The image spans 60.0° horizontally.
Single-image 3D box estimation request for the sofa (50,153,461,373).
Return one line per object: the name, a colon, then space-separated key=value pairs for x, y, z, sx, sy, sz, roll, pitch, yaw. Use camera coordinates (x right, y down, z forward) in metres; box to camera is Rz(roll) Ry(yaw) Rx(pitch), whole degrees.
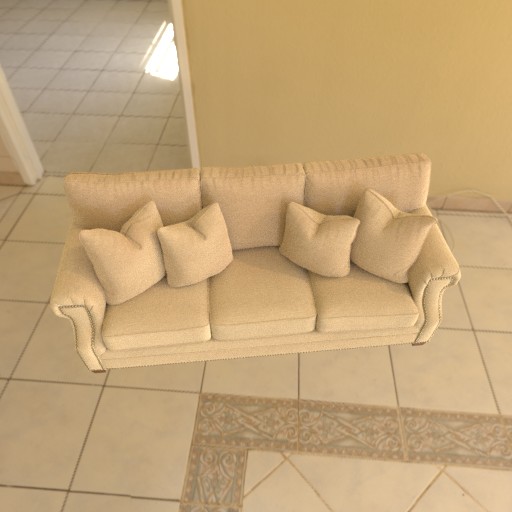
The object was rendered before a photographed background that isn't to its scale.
sofa: x=0.000 y=0.000 z=2.764 sx=2.312 sy=0.975 sz=0.965 roll=-4 pitch=47 yaw=-4
